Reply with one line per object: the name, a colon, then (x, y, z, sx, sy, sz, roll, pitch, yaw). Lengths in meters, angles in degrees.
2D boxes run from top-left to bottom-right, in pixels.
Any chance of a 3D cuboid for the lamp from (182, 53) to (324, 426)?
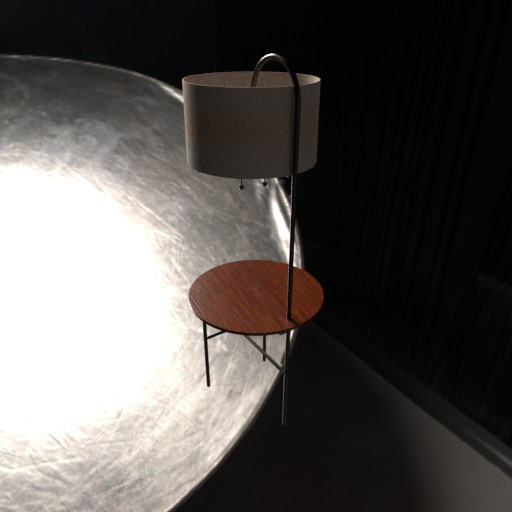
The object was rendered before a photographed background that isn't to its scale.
lamp: (0.000, 0.000, 1.812, 0.573, 1.517, 0.573, 0, 28, 0)
